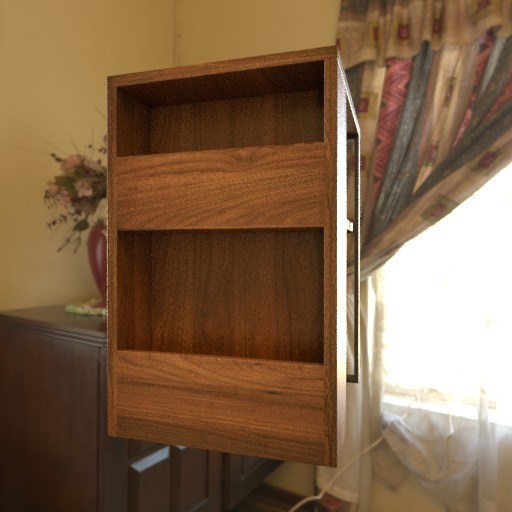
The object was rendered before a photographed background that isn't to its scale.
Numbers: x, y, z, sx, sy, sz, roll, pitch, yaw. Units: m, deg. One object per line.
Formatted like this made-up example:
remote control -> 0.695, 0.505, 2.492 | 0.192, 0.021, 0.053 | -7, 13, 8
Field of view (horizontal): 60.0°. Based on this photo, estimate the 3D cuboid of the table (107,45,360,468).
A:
table -> 0.000, 0.000, 1.561 | 0.660, 1.041, 0.786 | 0, 0, 17
